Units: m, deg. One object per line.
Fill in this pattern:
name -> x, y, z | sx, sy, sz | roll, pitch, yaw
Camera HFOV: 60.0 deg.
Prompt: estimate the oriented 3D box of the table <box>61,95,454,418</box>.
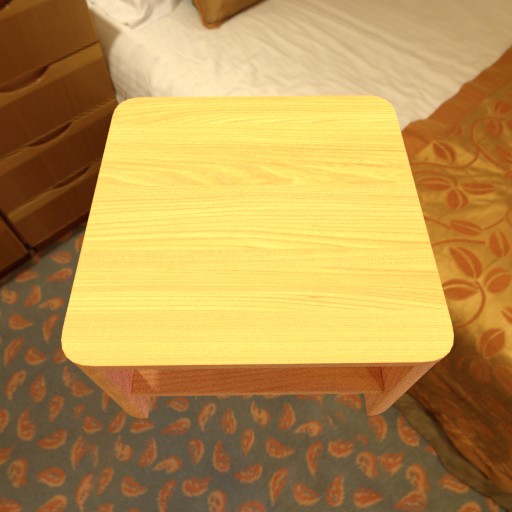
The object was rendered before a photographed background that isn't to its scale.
table -> 0.000, 0.000, 1.204 | 0.750, 0.450, 0.750 | -1, 58, 0
